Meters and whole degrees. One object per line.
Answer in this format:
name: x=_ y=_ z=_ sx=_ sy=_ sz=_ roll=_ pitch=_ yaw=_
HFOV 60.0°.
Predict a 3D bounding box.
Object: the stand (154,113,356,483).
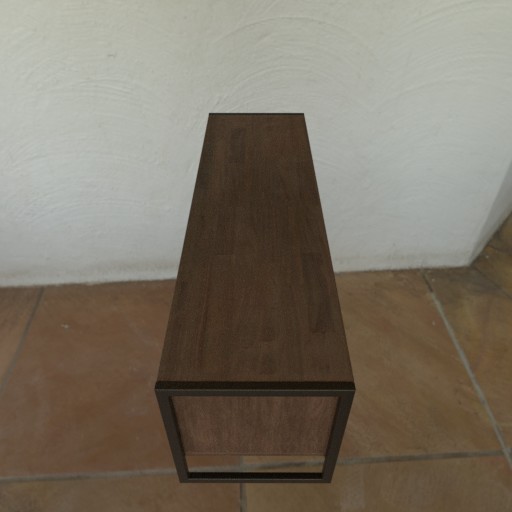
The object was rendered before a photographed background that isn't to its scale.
stand: x=0.000 y=0.000 z=1.711 sx=0.454 sy=0.506 sz=1.480 roll=0 pitch=41 yaw=0
